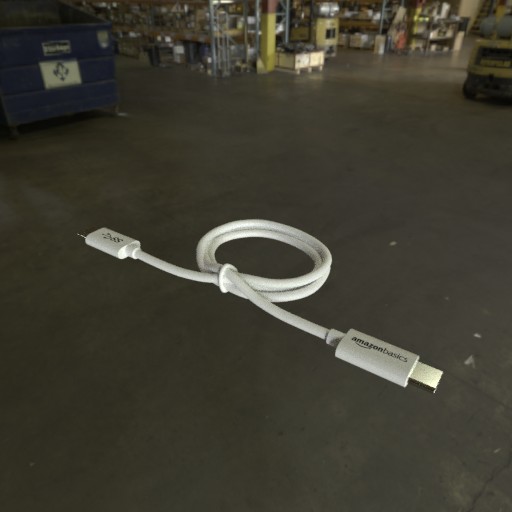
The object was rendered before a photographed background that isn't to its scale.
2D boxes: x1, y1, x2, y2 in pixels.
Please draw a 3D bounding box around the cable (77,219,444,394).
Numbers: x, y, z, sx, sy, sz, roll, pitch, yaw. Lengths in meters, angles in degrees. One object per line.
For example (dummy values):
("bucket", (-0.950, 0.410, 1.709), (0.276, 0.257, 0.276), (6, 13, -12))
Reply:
("cable", (0.000, 0.000, 0.210), (0.186, 0.014, 0.070), (20, 36, 30))
